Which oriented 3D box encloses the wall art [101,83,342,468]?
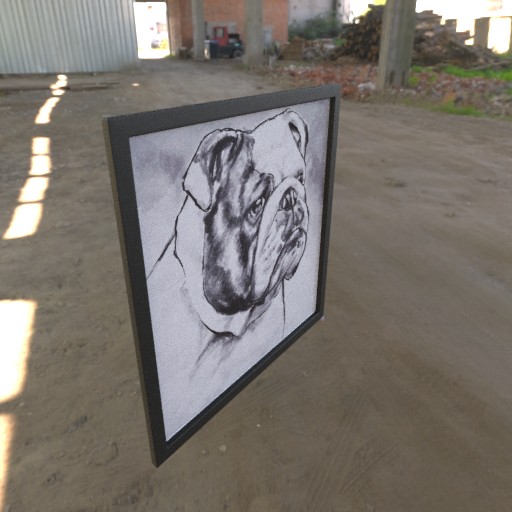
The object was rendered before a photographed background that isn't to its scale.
[{"bbox_3d":[0.000,0.000,0.961,0.016,0.659,0.663,18,31,33],"label":"wall art"}]
